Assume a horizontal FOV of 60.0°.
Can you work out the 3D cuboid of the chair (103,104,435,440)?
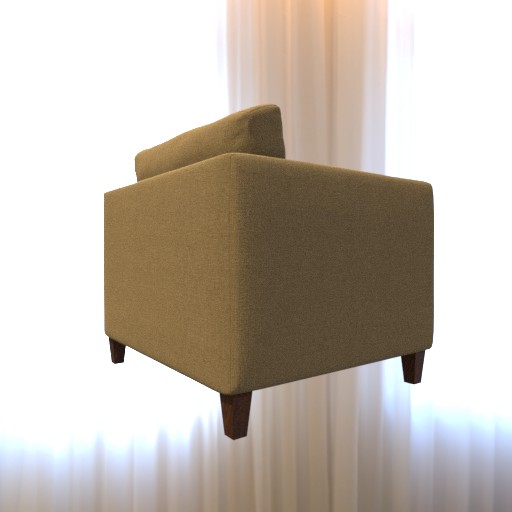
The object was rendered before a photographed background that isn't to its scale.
[{"bbox_3d":[0.000,0.000,1.835,0.959,0.963,1.107,-1,1,-36],"label":"chair"}]
